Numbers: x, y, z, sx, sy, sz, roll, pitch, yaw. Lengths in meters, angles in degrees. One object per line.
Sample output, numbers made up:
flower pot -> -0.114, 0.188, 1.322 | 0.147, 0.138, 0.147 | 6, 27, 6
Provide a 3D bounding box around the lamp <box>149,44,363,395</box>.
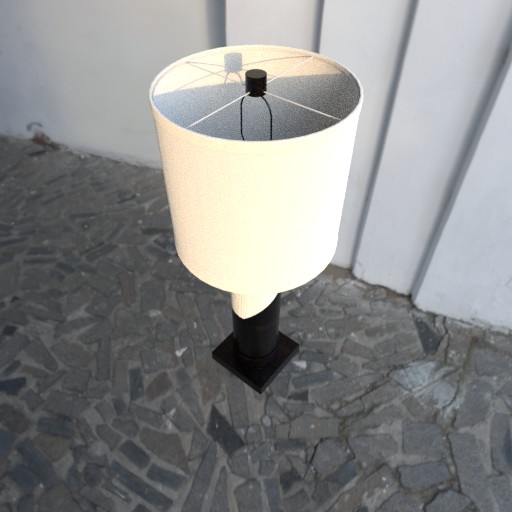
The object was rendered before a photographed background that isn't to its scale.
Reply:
lamp -> 0.000, 0.000, 0.613 | 0.211, 0.509, 0.211 | 30, 53, 26
